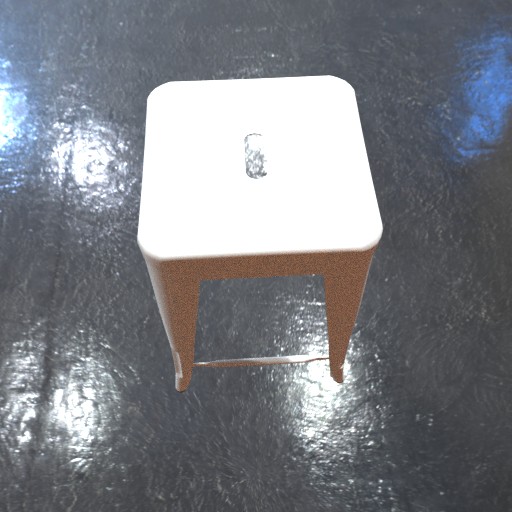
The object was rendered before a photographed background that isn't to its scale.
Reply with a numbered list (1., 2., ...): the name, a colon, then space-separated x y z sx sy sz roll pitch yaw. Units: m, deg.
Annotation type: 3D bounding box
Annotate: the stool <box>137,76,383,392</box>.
1. stool: 0.000 0.000 0.878 0.406 0.610 0.406 -3 64 -1
